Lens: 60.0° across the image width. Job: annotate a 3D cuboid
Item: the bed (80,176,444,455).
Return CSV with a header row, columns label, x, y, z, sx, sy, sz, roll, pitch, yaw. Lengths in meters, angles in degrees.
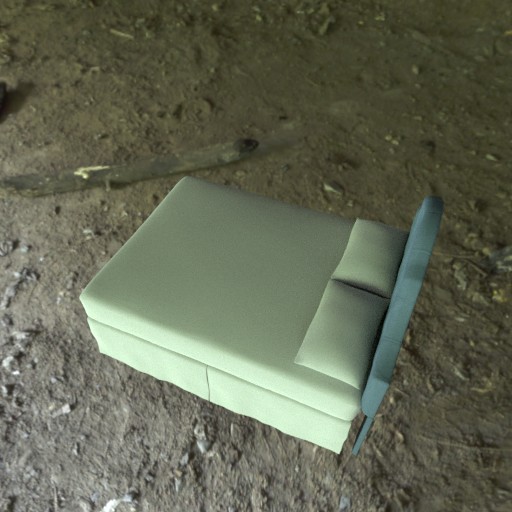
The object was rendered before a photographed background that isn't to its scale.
label,x,y,z,sx,sy,sz,roll,pitch,yaw
bed,0.000,0.000,3.213,2.155,1.575,1.636,18,50,16
